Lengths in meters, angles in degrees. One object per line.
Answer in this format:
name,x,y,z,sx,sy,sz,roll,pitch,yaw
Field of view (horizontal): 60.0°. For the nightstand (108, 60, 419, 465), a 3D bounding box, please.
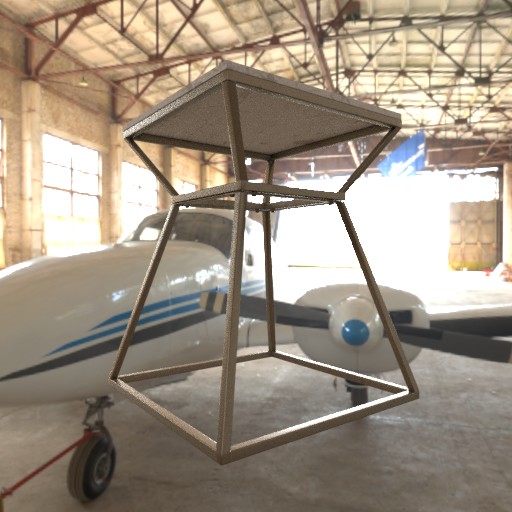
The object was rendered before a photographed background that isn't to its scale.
nightstand,0.000,0.000,0.905,0.455,0.554,0.455,0,1,-37
